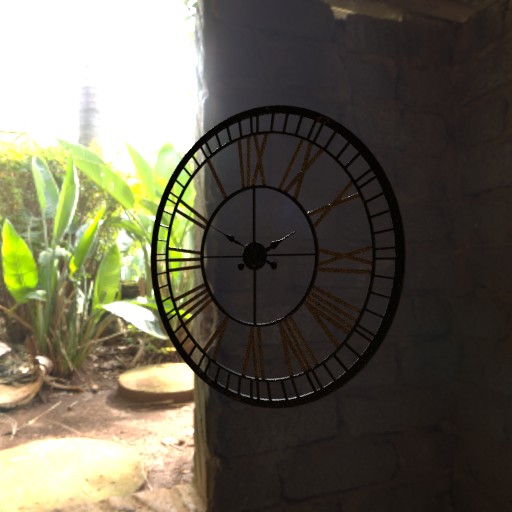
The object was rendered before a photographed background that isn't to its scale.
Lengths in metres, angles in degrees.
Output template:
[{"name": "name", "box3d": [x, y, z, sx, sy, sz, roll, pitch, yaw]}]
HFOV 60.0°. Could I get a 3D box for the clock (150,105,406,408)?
[{"name": "clock", "box3d": [0.000, 0.000, 1.263, 0.843, 0.843, 0.025, -1, -2, 34]}]
